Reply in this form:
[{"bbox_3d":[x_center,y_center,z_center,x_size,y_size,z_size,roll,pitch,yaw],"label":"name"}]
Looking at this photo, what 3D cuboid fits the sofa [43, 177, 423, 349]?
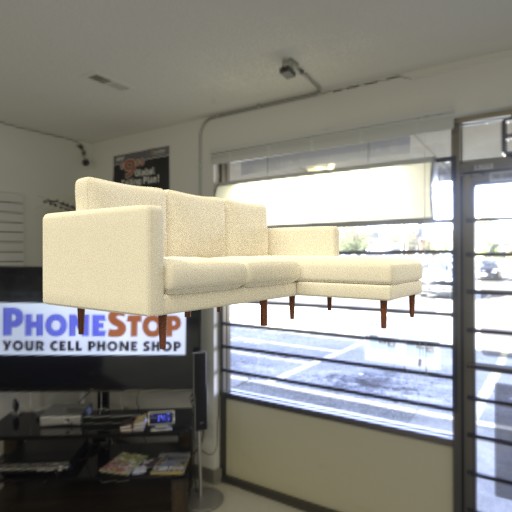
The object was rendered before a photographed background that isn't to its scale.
[{"bbox_3d":[0.000,0.000,2.886,1.580,0.899,2.029,0,0,36],"label":"sofa"}]
